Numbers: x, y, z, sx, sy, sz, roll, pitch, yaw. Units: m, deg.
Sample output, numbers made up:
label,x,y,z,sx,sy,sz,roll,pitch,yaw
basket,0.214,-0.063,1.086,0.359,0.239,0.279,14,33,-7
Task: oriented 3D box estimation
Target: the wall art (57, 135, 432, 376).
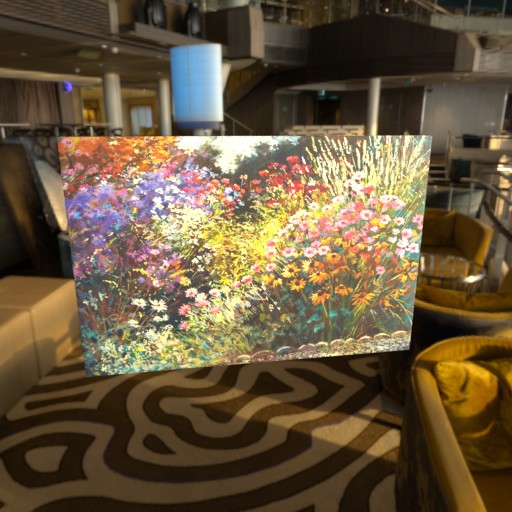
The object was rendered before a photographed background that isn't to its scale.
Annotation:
label,x,y,z,sx,sy,sz,roll,pitch,yaw
wall art,0.000,0.000,1.455,1.136,0.760,0.042,-3,17,-9
